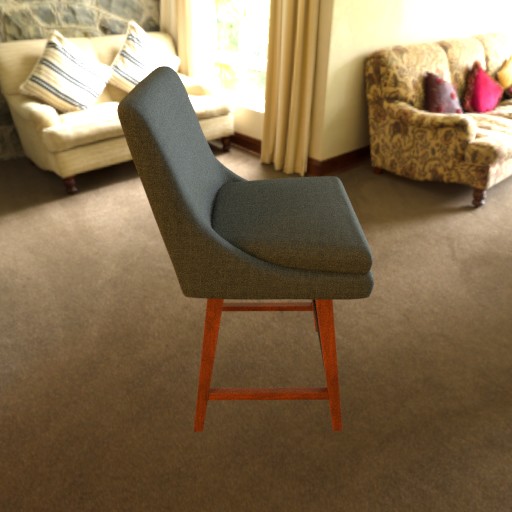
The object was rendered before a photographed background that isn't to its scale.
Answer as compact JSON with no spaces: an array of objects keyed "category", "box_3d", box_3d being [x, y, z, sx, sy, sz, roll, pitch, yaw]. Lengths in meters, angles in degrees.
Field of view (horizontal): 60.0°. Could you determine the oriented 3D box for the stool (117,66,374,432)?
[{"category":"stool","box_3d":[0.000,0.000,1.188,0.524,0.895,0.467,0,32,0]}]
